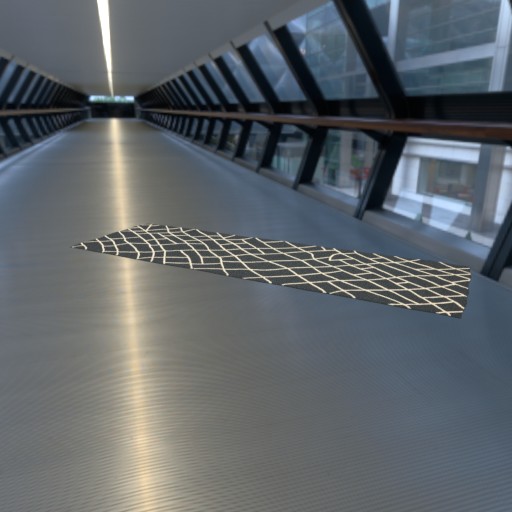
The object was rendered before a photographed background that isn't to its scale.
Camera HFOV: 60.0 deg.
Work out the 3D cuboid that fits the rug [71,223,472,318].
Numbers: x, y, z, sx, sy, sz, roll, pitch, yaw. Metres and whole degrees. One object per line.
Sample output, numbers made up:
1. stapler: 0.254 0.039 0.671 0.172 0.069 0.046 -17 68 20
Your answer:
1. rug: 0.000 0.000 2.822 2.476 0.010 0.807 9 19 26
